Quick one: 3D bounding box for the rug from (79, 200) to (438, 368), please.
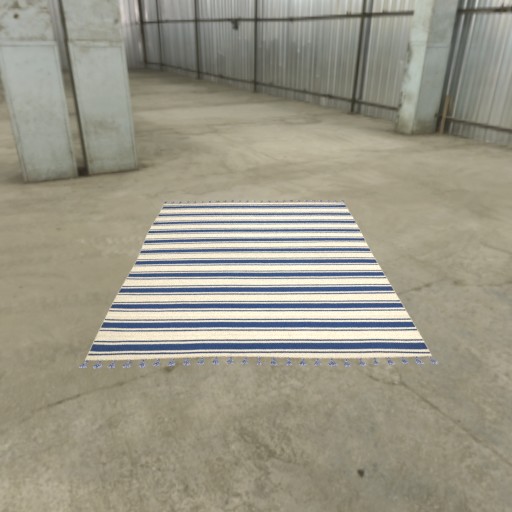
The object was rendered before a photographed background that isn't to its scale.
[{"bbox_3d":[0.000,0.000,4.550,2.471,0.016,3.416,0,26,-1],"label":"rug"}]
